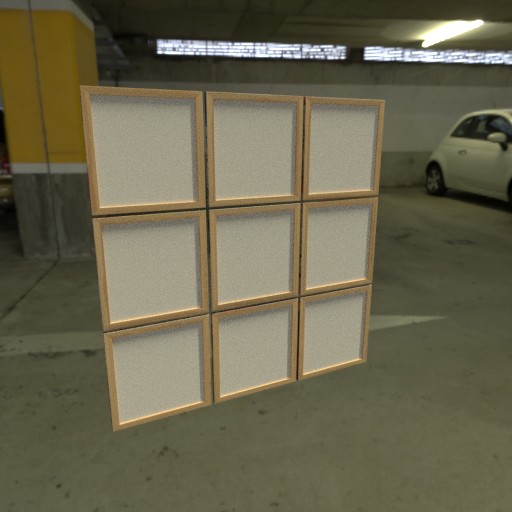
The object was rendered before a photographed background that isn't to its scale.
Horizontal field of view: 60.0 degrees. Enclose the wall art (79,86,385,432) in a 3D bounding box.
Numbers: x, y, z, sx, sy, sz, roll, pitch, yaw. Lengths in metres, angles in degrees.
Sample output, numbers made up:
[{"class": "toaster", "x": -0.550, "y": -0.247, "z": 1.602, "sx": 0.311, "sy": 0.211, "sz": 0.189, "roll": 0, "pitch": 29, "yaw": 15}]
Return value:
[{"class": "wall art", "x": 0.000, "y": 0.000, "z": 1.328, "sx": 0.904, "sy": 0.913, "sz": 0.013, "roll": -7, "pitch": 17, "yaw": -26}]
